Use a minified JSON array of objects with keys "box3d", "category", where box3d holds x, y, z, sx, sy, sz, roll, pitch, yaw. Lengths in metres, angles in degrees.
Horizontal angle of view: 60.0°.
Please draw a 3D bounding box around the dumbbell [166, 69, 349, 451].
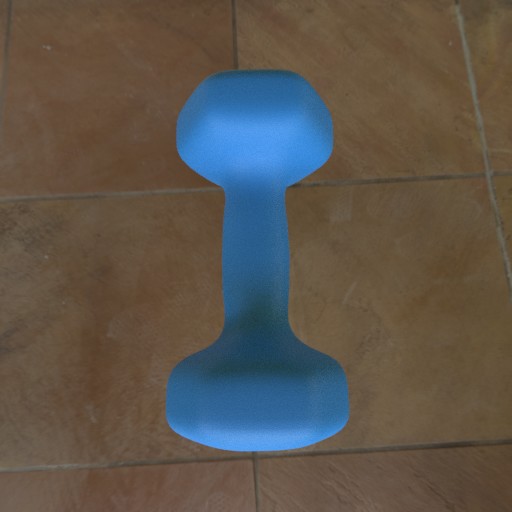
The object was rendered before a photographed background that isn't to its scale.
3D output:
[{"box3d":[0.000,0.000,0.190,0.074,0.066,0.152,0,76,0],"category":"dumbbell"}]
